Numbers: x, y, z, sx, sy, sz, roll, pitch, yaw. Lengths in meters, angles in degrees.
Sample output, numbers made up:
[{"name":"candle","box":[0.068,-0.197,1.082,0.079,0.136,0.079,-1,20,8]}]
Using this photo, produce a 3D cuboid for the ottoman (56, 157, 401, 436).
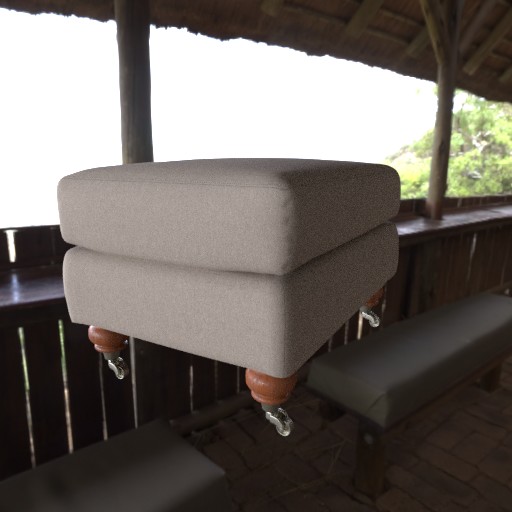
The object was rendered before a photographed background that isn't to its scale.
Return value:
[{"name":"ottoman","box":[0.000,0.000,1.147,0.574,0.497,0.773,8,15,29]}]
